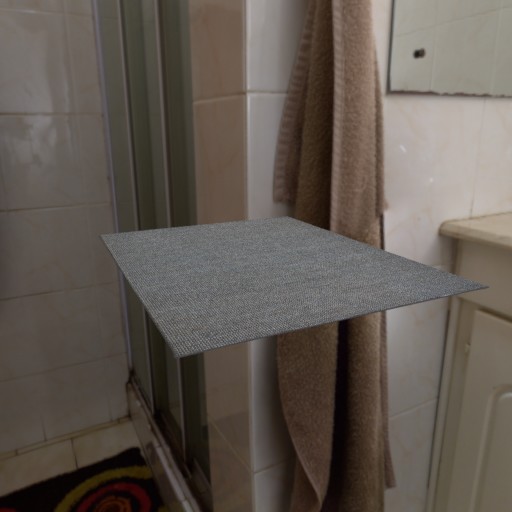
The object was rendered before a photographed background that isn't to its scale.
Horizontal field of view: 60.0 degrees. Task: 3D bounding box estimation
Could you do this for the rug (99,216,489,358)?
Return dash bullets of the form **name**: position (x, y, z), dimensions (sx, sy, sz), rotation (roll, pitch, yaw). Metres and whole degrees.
- **rug**: position (0.000, 0.000, 4.168), dimensions (2.456, 0.021, 3.068), rotation (-8, 18, -25)
